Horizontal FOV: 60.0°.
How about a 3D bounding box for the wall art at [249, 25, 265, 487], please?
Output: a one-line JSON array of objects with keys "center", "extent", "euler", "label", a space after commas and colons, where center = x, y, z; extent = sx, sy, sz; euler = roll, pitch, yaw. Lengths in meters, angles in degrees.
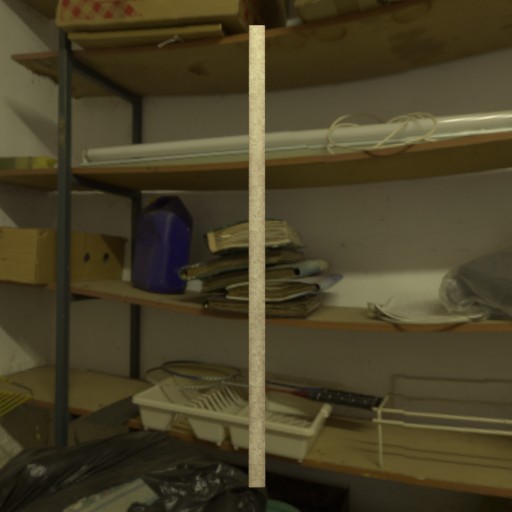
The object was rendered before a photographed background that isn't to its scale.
[{"center": [0.000, 0.000, 1.725], "extent": [0.051, 1.461, 0.648], "euler": [0, -1, 0], "label": "wall art"}]
